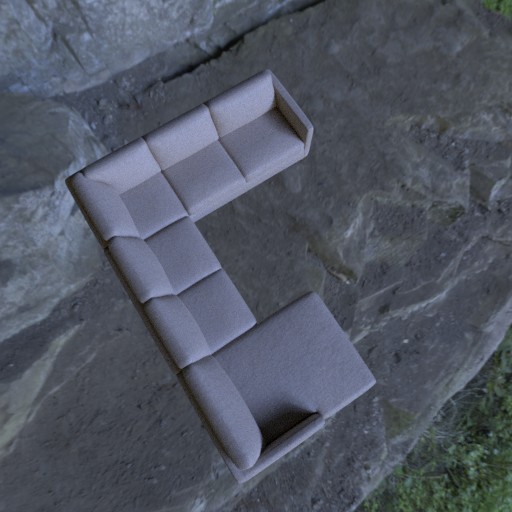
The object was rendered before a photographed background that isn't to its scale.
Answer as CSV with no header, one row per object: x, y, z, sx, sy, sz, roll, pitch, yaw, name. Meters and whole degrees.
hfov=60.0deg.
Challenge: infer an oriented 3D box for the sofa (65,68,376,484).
0.000,0.000,4.555,2.551,0.889,3.403,-32,76,-9,sofa
